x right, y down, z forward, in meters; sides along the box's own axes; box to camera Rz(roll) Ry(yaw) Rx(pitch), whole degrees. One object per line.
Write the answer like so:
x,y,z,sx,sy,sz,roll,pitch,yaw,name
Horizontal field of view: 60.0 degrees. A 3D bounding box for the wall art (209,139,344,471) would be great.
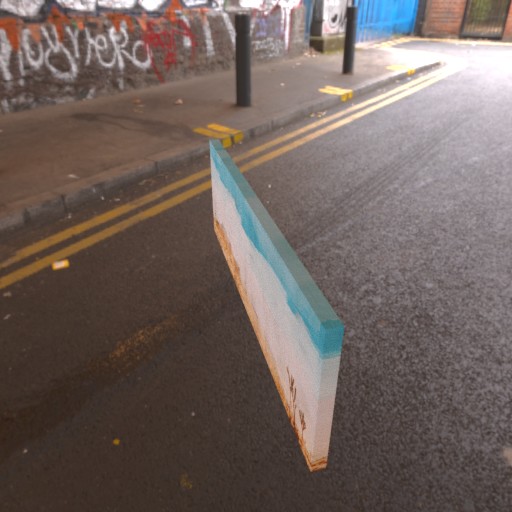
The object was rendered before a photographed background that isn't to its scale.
0.000,0.000,0.868,0.044,0.254,0.759,-8,31,-13,wall art
